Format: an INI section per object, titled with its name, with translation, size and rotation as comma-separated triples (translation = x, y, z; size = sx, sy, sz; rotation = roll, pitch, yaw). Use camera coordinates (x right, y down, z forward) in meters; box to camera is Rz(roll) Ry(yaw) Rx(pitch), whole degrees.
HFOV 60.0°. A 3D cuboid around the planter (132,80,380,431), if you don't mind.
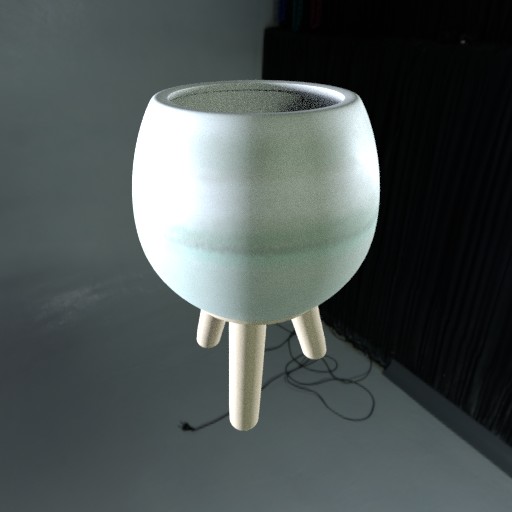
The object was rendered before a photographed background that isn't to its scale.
[planter]
translation = 0.000, 0.000, 0.322
size = 0.161, 0.224, 0.161
rotation = 0, 29, 0
